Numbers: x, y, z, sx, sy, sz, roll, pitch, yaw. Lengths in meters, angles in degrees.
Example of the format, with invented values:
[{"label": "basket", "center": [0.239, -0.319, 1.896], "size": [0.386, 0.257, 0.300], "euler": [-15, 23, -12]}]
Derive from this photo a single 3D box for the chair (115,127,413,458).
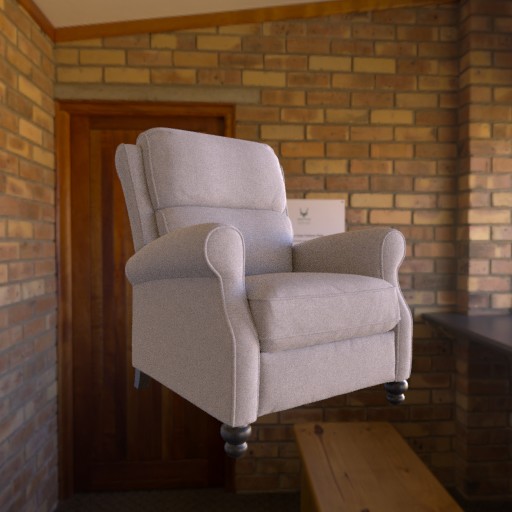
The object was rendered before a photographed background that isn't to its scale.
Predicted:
[{"label": "chair", "center": [0.000, 0.000, 1.695], "size": [0.859, 1.046, 0.919], "euler": [-1, 2, -35]}]
